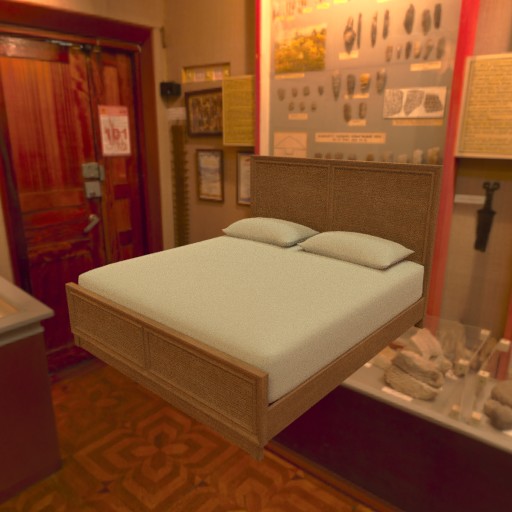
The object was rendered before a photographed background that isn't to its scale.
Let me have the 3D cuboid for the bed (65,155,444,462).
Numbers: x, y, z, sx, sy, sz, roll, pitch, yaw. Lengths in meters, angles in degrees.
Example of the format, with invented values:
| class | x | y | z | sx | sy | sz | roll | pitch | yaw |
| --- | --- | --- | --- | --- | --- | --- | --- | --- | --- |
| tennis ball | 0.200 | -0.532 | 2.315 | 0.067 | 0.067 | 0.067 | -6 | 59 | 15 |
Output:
| class | x | y | z | sx | sy | sz | roll | pitch | yaw |
| --- | --- | --- | --- | --- | --- | --- | --- | --- | --- |
| bed | 0.000 | 0.000 | 3.524 | 2.003 | 1.387 | 2.184 | 14 | 21 | 39 |
